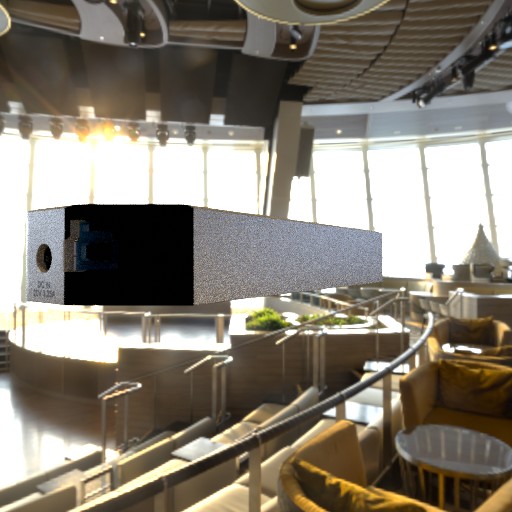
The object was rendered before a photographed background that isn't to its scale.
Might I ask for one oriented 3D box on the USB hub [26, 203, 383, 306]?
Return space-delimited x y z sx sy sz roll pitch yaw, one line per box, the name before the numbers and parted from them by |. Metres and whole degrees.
USB hub | 0.000 0.000 0.158 0.044 0.023 0.145 0 0 35
